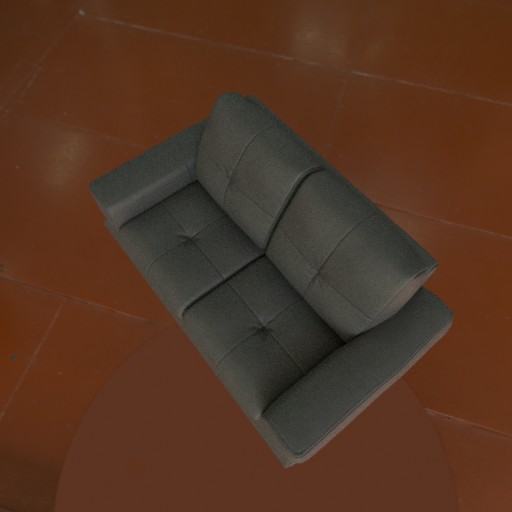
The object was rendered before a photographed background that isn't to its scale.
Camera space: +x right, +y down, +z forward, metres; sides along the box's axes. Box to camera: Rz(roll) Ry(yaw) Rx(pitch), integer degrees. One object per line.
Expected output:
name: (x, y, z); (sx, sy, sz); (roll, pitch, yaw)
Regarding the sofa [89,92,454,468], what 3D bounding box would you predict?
sofa: (0.000, 0.000, 2.322); (1.018, 0.907, 1.806); (-35, 67, -17)
